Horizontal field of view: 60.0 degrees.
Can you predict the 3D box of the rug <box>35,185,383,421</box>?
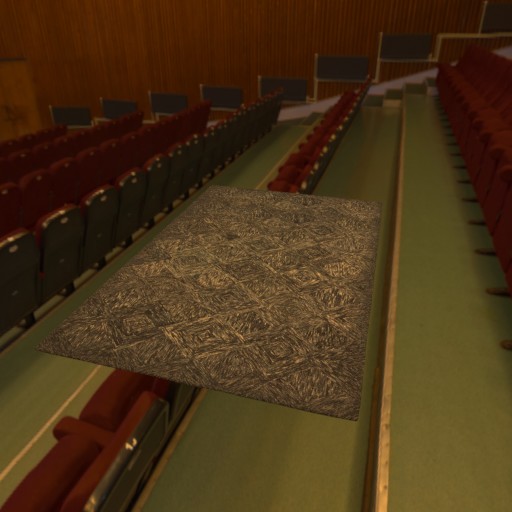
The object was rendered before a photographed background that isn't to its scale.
[{"bbox_3d":[0.000,0.000,2.171,1.139,0.010,1.754,8,30,14],"label":"rug"}]
